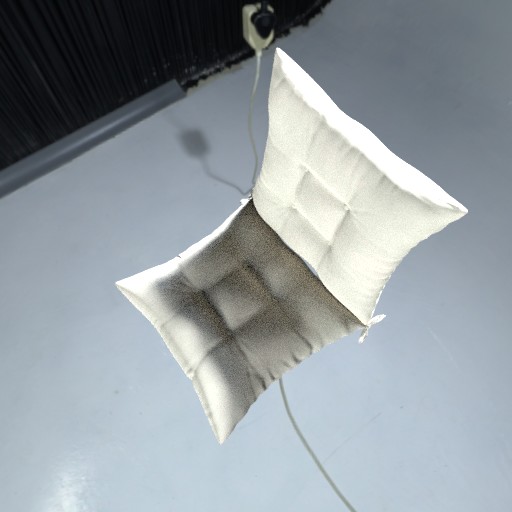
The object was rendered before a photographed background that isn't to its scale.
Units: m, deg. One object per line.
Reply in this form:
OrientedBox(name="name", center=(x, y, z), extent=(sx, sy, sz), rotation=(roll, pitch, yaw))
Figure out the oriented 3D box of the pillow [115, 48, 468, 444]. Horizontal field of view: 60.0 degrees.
OrientedBox(name="pillow", center=(0.000, 0.000, 0.990), extent=(0.585, 0.536, 0.541), rotation=(-34, 68, -16))
